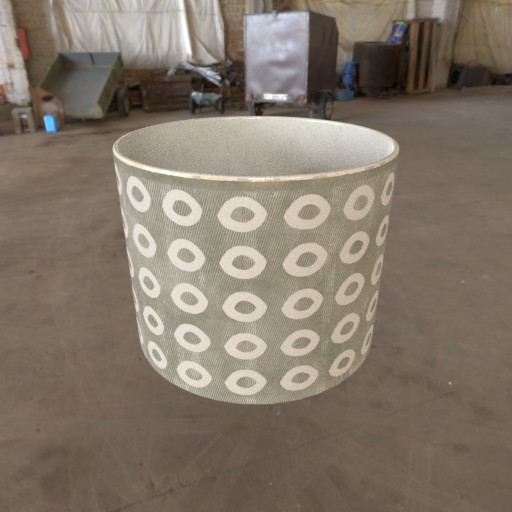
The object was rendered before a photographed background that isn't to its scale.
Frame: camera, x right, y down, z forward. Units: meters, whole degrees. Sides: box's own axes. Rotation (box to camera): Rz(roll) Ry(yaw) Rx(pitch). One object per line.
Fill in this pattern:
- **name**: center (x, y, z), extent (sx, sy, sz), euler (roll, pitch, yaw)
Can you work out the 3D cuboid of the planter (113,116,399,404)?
- **planter**: center (0.000, 0.000, 0.455), extent (0.250, 0.239, 0.250), euler (0, 26, 0)
